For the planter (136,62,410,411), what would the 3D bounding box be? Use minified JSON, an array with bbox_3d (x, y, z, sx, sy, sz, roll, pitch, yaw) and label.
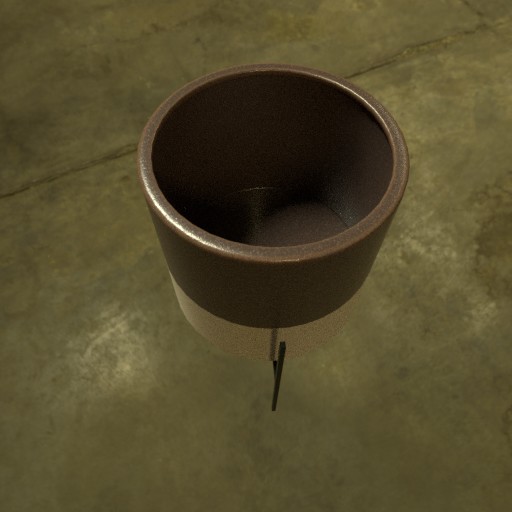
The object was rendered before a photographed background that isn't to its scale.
[{"bbox_3d":[0.000,0.000,0.527,0.260,0.353,0.250,17,60,10],"label":"planter"}]
